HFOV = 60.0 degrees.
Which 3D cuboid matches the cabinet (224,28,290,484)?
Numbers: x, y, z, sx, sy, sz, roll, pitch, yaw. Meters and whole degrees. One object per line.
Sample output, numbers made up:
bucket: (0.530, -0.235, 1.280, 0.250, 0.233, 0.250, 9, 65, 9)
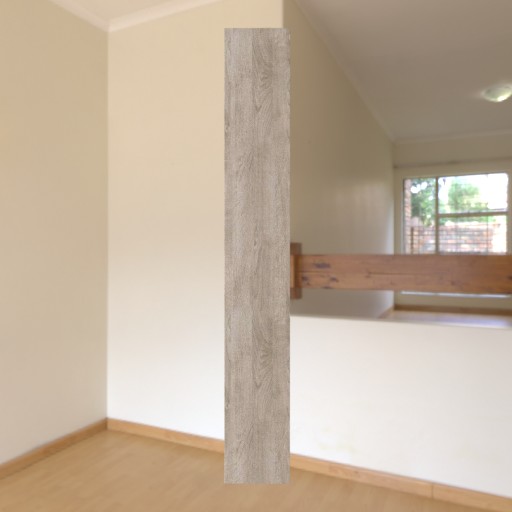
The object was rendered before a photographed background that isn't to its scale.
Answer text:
cabinet: (0.000, 0.000, 1.846, 0.250, 1.630, 0.520, 0, 0, 1)
